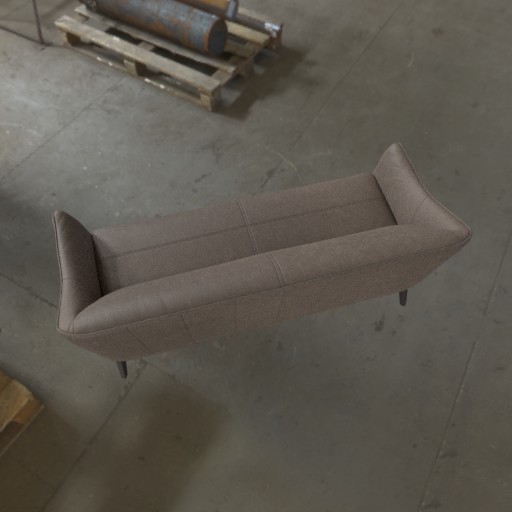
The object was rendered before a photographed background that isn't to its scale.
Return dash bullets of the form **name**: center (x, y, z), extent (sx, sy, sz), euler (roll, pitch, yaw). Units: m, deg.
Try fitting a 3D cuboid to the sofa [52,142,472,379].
- **sofa**: center (0.000, 0.000, 2.338), extent (1.928, 0.831, 0.869), euler (-13, 58, -8)
